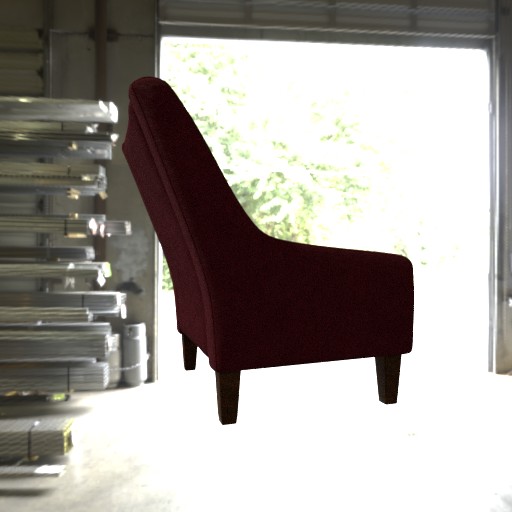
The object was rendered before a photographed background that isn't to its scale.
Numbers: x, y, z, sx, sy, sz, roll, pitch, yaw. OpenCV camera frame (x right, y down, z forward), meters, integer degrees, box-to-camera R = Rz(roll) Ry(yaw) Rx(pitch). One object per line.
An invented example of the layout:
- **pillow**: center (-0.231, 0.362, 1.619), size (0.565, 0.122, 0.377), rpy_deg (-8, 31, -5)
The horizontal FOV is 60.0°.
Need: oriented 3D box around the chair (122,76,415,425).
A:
- **chair**: center (0.000, 0.000, 1.731), size (0.985, 1.017, 0.793), rpy_deg (0, 0, -18)
